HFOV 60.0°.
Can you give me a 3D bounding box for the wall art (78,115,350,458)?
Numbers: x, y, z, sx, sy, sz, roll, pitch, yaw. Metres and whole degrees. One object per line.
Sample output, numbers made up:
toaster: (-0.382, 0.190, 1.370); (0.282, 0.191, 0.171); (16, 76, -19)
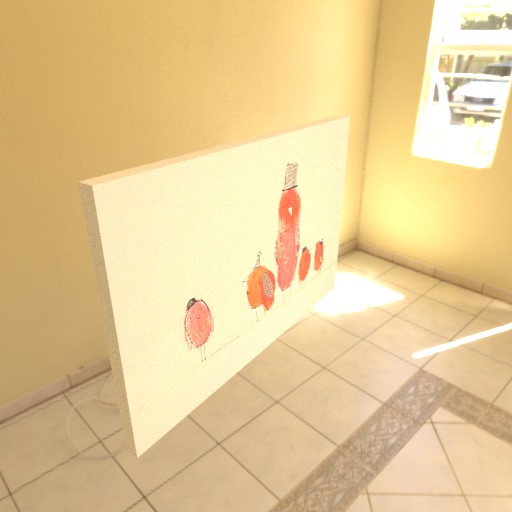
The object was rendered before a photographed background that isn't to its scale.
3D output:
wall art: (0.000, 0.000, 1.169); (0.038, 0.609, 0.914); (18, 31, 33)
